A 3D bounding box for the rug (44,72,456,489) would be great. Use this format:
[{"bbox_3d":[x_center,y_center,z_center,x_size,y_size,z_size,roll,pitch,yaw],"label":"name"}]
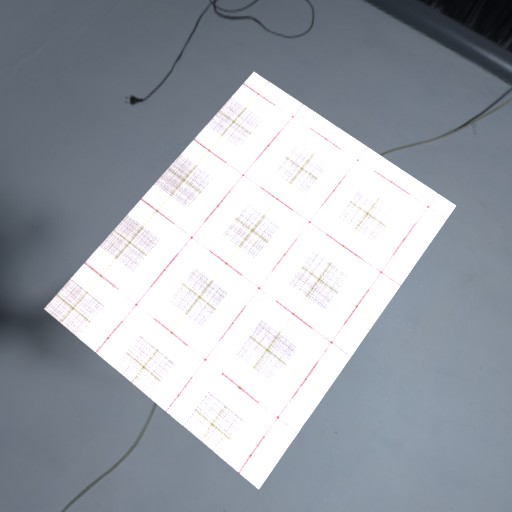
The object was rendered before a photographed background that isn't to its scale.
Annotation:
[{"bbox_3d":[0.000,0.000,3.924,2.317,0.016,2.959,37,79,9],"label":"rug"}]
